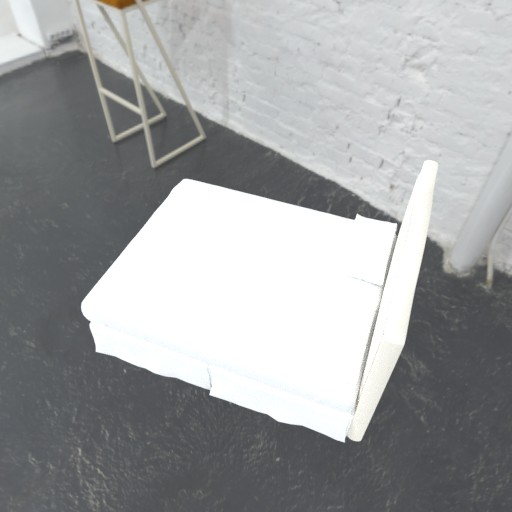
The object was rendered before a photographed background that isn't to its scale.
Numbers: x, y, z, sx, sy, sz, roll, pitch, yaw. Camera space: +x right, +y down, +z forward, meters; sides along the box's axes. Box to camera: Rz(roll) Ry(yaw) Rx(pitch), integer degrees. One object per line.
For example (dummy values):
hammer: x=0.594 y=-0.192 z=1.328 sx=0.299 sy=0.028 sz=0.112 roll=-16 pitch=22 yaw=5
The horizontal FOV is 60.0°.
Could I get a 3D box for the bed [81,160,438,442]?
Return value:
bed: x=0.000 y=0.000 z=3.525 sx=2.282 sy=1.436 sz=1.821 roll=16 pitch=49 yaw=14
